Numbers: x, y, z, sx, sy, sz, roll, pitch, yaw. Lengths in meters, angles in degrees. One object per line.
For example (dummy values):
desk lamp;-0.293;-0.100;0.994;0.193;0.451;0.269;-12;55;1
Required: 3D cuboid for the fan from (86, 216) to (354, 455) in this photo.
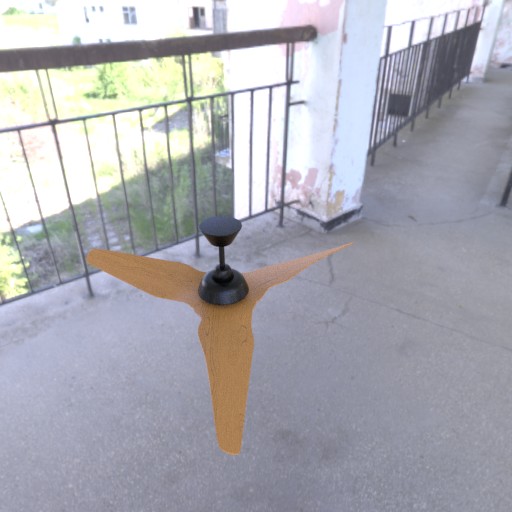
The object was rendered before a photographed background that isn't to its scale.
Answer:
fan;0.000;0.000;1.657;1.010;0.355;1.142;-21;37;-30
